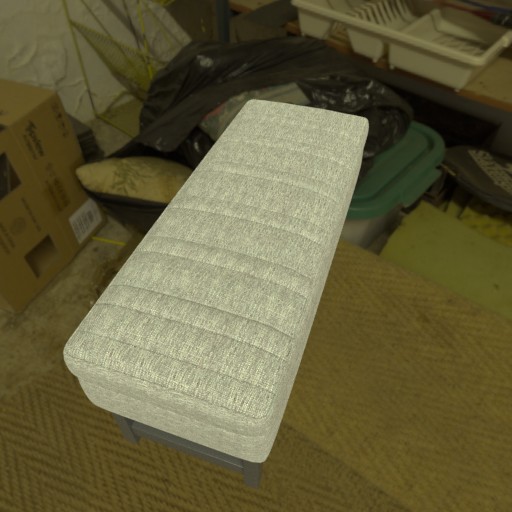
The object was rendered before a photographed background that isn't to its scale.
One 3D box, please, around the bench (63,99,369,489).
[{"bbox_3d":[0.000,0.000,1.275,0.429,0.470,1.100,14,48,13],"label":"bench"}]
